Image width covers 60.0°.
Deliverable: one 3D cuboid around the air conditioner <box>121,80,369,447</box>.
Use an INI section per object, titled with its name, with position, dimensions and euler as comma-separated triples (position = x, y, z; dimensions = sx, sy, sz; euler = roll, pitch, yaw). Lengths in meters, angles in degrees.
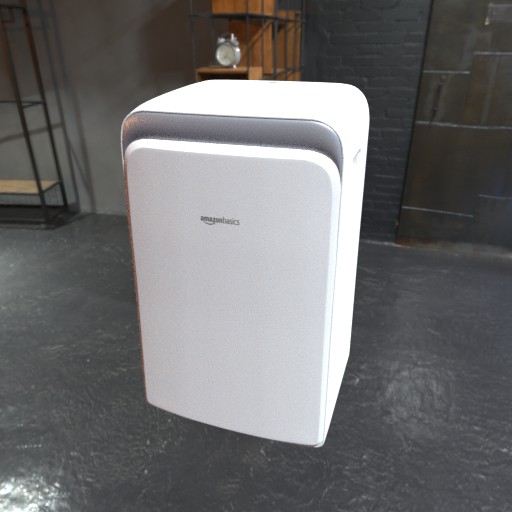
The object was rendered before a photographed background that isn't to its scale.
[air conditioner]
position = 0.000, 0.000, 1.073
dimensions = 0.478, 0.765, 0.467
euler = 8, 27, 16
